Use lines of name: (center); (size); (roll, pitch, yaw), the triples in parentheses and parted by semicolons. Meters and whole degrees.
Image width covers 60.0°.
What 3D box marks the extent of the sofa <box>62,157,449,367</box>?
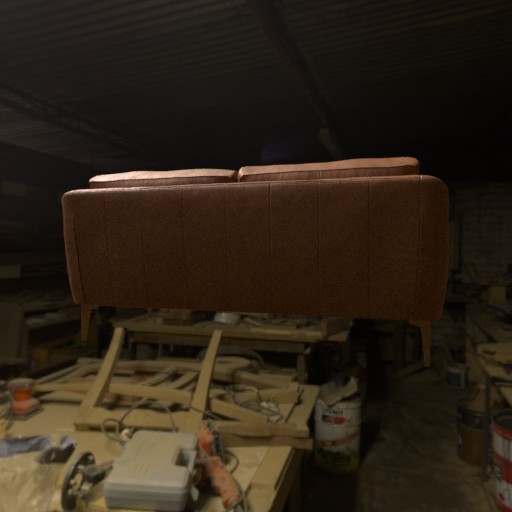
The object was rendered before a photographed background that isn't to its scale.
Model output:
sofa: (0.000, 0.000, 2.561); (2.036, 0.945, 0.981); (0, 2, 17)
